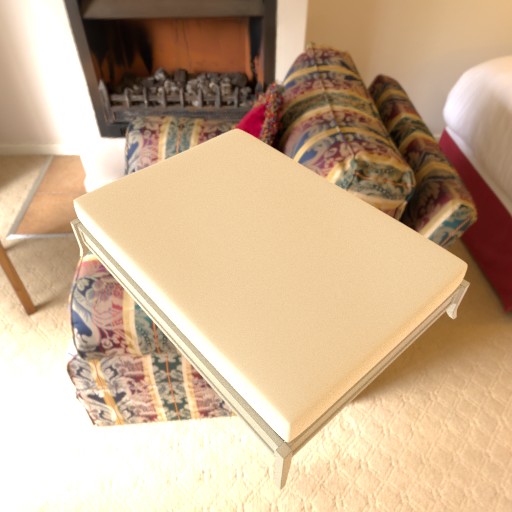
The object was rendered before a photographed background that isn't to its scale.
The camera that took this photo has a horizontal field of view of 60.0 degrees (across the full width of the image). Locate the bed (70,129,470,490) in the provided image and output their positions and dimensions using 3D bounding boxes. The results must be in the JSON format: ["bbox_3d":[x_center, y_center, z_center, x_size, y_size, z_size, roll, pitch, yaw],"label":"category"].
[{"bbox_3d":[0.000,0.000,2.665,1.460,0.510,1.985,-32,53,-28],"label":"bed"}]
